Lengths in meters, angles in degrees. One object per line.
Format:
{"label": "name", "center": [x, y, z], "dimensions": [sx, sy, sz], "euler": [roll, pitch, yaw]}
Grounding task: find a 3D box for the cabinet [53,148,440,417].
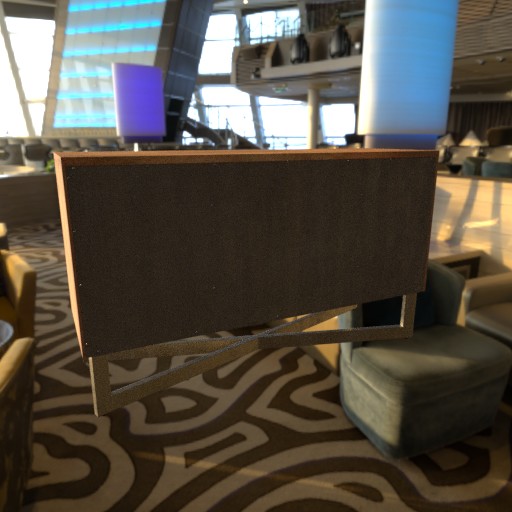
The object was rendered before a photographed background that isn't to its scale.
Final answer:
{"label": "cabinet", "center": [0.000, 0.000, 1.765], "dimensions": [1.373, 0.812, 0.480], "euler": [-7, 17, -25]}
